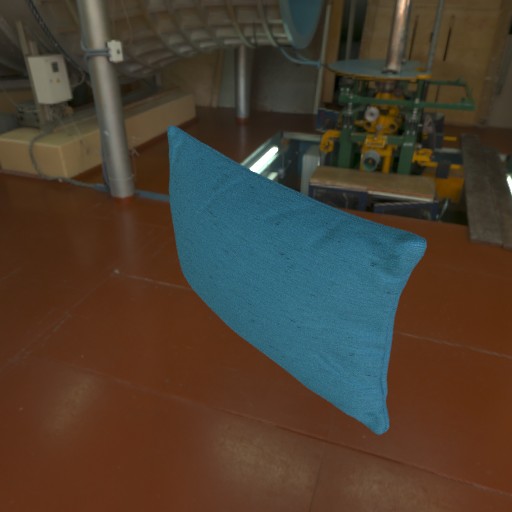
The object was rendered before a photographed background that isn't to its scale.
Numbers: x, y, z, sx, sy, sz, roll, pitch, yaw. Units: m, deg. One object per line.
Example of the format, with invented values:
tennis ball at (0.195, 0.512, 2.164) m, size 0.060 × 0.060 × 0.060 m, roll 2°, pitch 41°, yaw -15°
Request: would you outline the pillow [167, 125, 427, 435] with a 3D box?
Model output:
pillow at (0.000, 0.000, 0.799) m, size 0.210 × 0.338 × 0.633 m, roll -21°, pitch 37°, yaw -31°
